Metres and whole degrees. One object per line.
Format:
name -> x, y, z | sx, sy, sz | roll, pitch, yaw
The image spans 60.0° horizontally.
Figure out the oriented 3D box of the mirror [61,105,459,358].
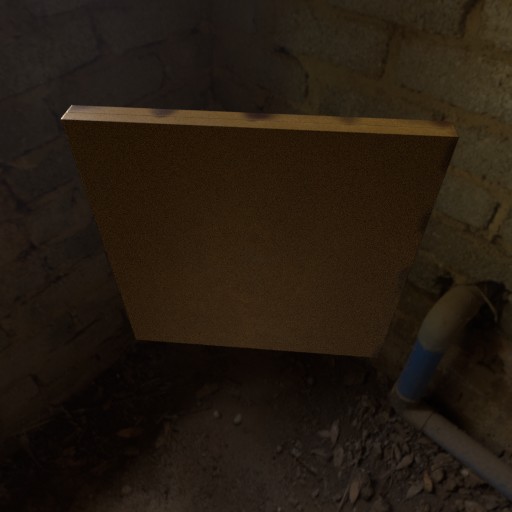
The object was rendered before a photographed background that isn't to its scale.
mirror -> 0.000, 0.000, 0.758 | 0.509, 0.507, 0.042 | 4, 46, 4
